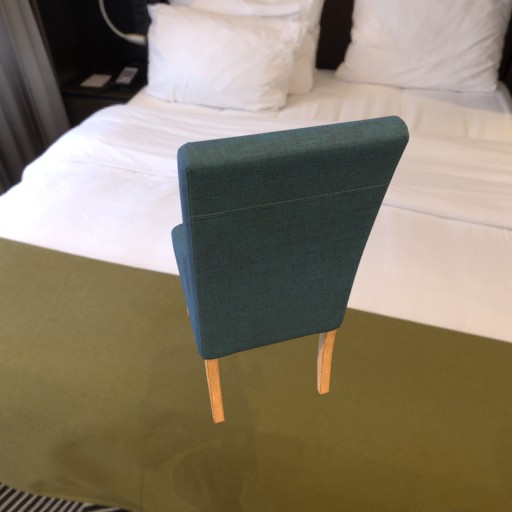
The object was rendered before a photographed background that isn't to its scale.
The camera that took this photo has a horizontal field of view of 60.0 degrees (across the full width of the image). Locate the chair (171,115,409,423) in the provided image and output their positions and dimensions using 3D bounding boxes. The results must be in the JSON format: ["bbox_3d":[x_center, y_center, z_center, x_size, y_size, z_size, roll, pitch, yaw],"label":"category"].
[{"bbox_3d":[0.000,0.000,1.327,0.450,1.029,0.610,-11,42,-13],"label":"chair"}]
